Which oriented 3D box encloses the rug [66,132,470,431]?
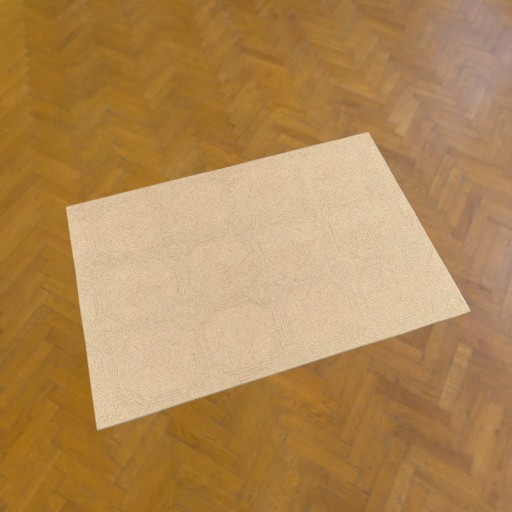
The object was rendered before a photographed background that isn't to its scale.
[{"bbox_3d":[0.000,0.000,2.330,1.839,0.009,1.236,-16,63,-8],"label":"rug"}]
